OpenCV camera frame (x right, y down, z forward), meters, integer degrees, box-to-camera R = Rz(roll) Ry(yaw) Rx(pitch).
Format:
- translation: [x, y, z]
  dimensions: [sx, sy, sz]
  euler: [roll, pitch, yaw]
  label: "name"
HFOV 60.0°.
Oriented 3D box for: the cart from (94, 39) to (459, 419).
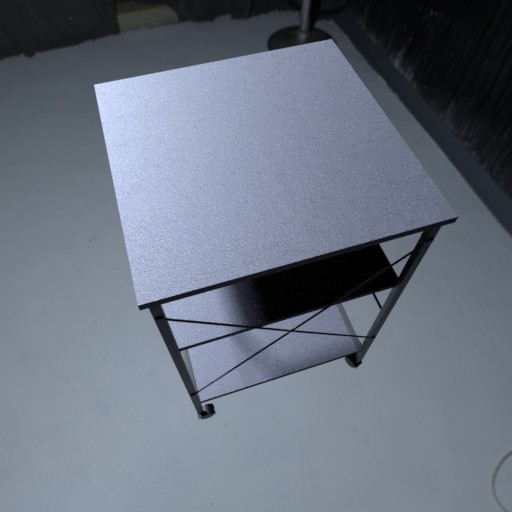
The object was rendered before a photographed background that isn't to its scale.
- translation: [0.000, 0.000, 1.126]
  dimensions: [0.521, 0.762, 0.520]
  euler: [-15, 59, -9]
  label: "cart"
